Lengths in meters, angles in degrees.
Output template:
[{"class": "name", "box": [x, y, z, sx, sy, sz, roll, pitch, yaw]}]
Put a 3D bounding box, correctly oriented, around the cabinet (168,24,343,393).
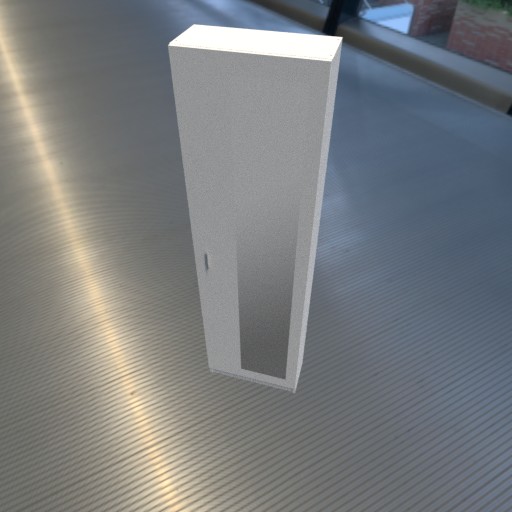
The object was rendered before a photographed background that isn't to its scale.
[{"class": "cabinet", "box": [0.000, 0.000, 1.968, 0.500, 1.790, 0.230, 11, 44, 12]}]
